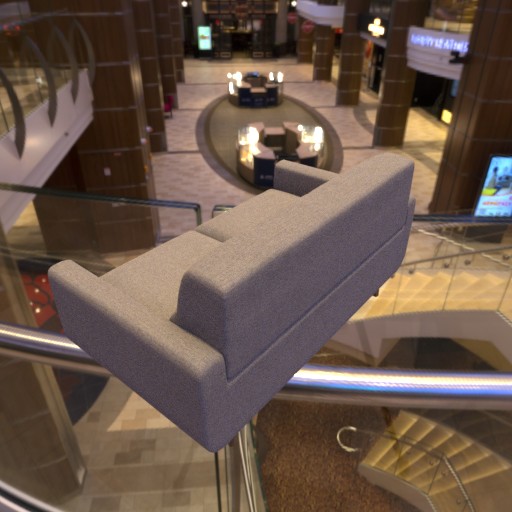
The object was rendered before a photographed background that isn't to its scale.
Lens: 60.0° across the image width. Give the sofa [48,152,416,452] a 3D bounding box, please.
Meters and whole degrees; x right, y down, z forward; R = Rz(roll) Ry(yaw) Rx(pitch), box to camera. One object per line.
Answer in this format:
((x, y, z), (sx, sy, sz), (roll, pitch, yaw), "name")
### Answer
((0.000, 0.000, 2.160), (0.909, 0.841, 1.631), (24, 39, 32), "sofa")
